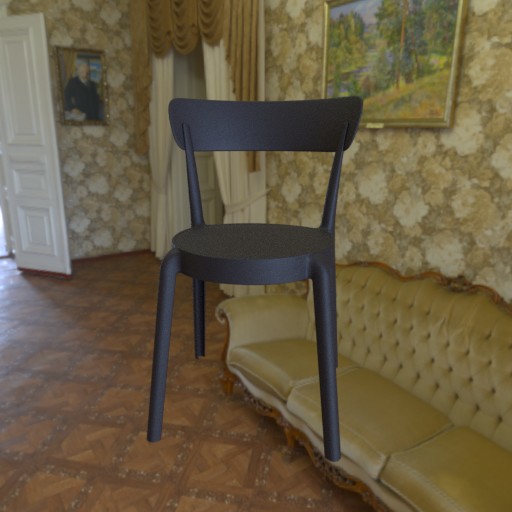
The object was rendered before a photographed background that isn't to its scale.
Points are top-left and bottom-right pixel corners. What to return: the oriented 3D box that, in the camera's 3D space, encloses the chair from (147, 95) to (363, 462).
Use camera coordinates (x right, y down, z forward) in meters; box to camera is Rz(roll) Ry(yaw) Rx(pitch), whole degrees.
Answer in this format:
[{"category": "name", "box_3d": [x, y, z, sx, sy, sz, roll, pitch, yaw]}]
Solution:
[{"category": "chair", "box_3d": [0.000, 0.000, 1.130, 0.506, 0.790, 0.491, 2, 15, 8]}]
